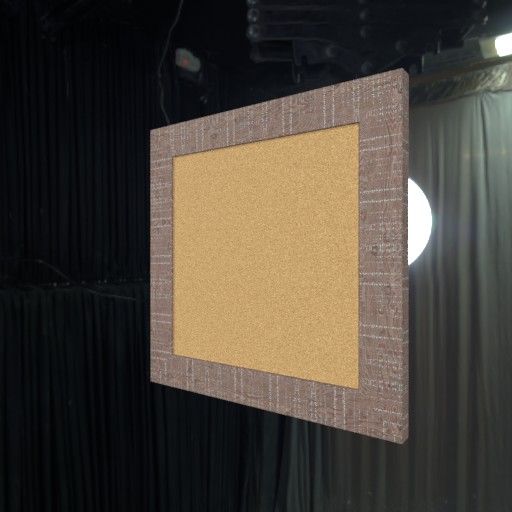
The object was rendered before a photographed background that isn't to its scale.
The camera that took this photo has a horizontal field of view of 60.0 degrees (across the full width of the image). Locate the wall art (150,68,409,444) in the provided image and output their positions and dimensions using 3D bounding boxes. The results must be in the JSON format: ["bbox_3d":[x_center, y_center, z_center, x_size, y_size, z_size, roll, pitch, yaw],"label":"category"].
[{"bbox_3d":[0.000,0.000,0.793,0.531,0.531,0.029,0,0,36],"label":"wall art"}]
